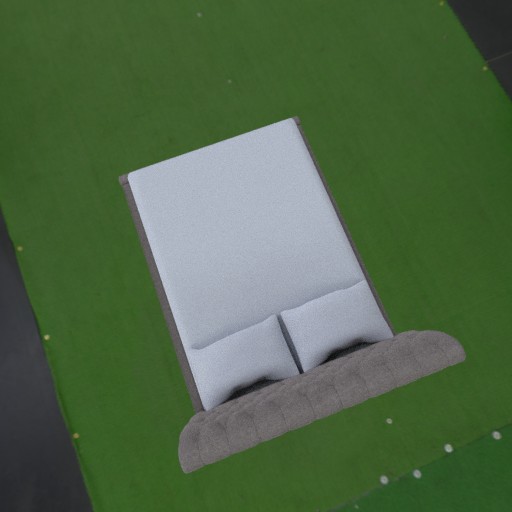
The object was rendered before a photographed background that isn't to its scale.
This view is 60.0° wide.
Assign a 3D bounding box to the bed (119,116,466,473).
[{"bbox_3d":[0.000,0.000,3.265,1.645,1.371,2.252,-20,76,-5],"label":"bed"}]
